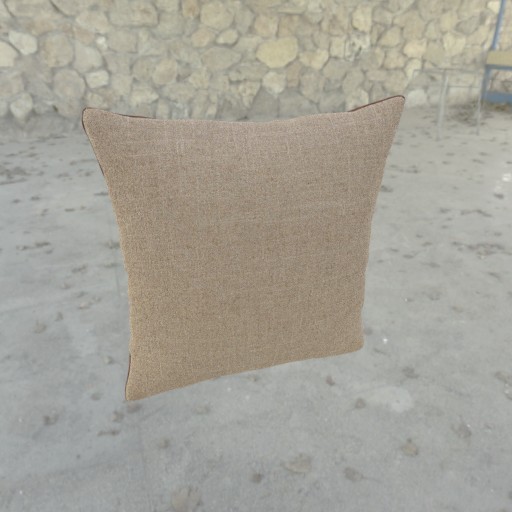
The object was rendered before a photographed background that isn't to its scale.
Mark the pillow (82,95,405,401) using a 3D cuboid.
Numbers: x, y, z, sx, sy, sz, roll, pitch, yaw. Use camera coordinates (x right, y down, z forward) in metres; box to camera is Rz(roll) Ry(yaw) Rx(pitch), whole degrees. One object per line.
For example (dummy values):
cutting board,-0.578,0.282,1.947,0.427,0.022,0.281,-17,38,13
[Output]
pillow,0.000,0.000,0.669,0.437,0.448,0.147,-9,28,-17
